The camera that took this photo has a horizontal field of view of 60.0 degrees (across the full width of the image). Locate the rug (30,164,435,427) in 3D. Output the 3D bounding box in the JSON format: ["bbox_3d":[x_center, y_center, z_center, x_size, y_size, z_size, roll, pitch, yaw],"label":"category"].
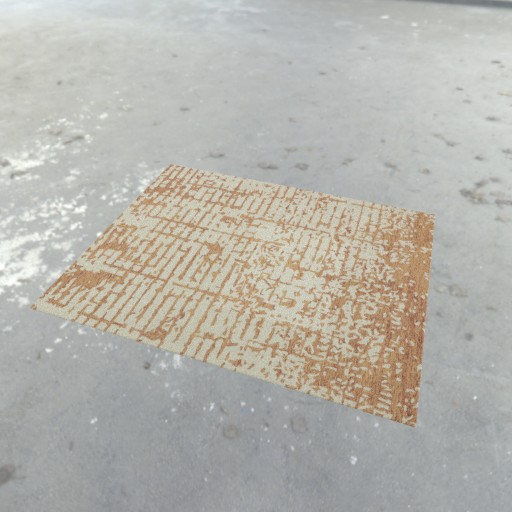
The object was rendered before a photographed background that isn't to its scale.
[{"bbox_3d":[0.000,0.000,4.089,3.050,0.011,2.441,13,43,14],"label":"rug"}]
